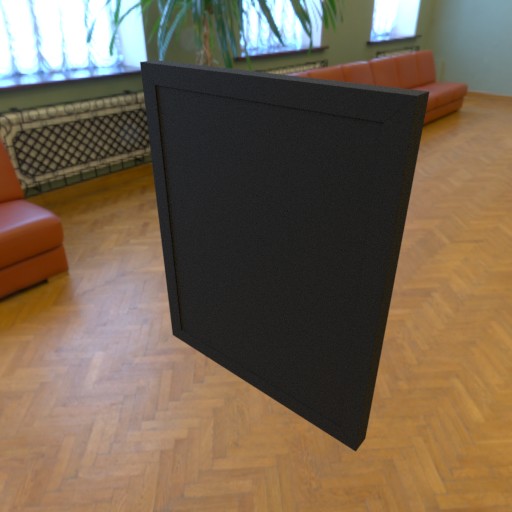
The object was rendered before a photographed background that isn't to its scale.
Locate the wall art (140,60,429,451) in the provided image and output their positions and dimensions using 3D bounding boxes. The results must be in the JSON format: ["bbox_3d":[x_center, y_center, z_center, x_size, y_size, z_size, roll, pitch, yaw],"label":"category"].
[{"bbox_3d":[0.000,0.000,0.729,0.457,0.559,0.033,23,37,34],"label":"wall art"}]
